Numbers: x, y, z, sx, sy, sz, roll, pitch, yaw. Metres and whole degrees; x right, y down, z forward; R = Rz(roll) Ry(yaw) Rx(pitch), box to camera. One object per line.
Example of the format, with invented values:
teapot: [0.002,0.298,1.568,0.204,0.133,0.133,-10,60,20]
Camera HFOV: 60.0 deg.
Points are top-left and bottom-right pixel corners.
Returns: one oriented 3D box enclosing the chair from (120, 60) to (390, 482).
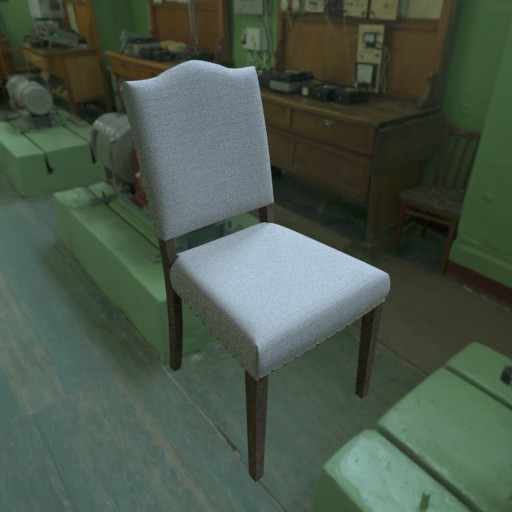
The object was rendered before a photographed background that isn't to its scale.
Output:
chair: [0.000,0.000,1.317,0.508,1.020,0.620,-23,38,-33]
